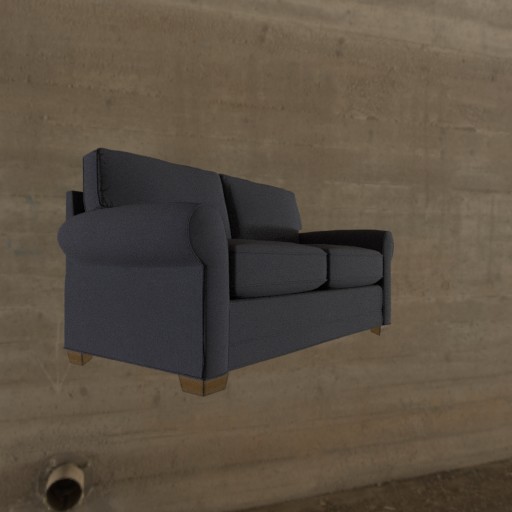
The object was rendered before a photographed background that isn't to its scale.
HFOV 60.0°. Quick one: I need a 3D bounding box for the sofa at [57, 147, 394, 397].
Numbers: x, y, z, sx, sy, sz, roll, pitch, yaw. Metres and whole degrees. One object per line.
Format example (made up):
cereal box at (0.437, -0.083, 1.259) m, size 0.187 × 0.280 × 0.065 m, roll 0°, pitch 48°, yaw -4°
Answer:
sofa at (0.000, 0.000, 2.547) m, size 0.951 × 1.031 × 2.009 m, roll -1°, pitch -1°, yaw 37°
